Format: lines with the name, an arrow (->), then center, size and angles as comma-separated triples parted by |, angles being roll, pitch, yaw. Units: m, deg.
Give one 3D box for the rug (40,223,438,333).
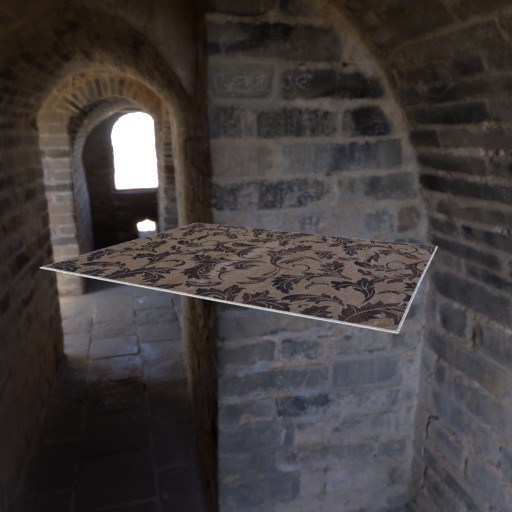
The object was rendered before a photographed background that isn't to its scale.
rug -> 0.000, 0.000, 4.163 | 2.977, 0.008, 2.380 | 7, 16, 26
